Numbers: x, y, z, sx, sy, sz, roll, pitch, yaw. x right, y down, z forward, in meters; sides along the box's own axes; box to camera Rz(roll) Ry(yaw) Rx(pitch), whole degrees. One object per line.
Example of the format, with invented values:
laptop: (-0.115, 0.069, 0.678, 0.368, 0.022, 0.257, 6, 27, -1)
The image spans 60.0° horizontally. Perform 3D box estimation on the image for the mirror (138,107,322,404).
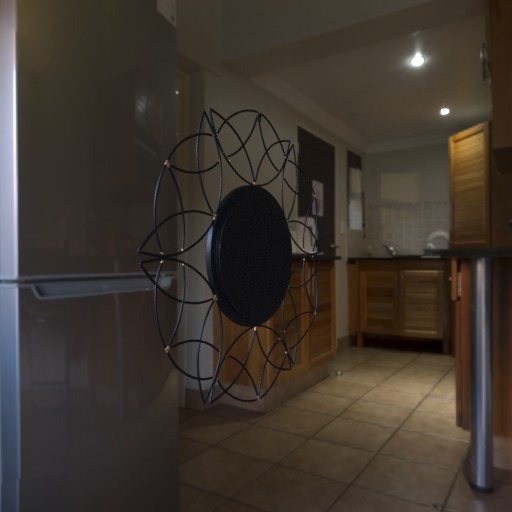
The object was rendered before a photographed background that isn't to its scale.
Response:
mirror: (0.000, 0.000, 1.192, 0.028, 0.775, 0.797, 0, 0, 35)
